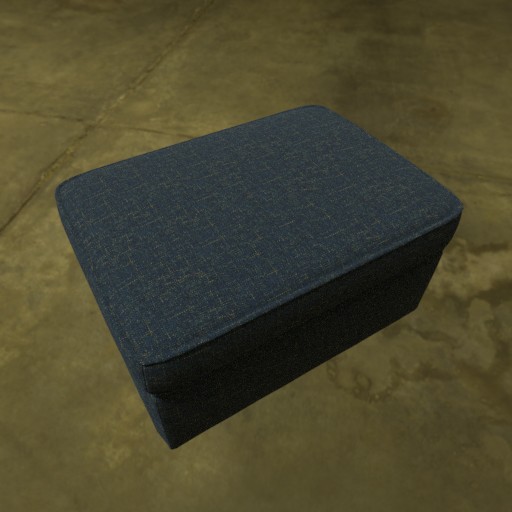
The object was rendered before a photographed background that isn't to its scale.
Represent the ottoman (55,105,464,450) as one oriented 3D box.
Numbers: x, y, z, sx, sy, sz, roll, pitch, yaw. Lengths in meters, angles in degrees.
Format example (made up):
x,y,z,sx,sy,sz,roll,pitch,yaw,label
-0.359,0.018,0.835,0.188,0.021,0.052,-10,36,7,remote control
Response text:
x,y,z,sx,sy,sz,roll,pitch,yaw,label
0.000,0.000,1.072,0.749,0.450,0.549,-24,51,-21,ottoman
